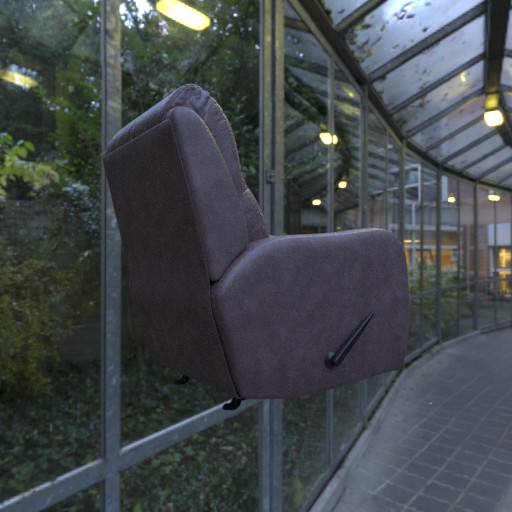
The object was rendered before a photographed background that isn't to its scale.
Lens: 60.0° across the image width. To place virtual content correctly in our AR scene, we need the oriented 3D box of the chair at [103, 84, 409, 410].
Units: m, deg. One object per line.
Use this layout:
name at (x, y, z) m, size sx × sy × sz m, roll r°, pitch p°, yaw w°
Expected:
chair at (0.000, 0.000, 1.844) m, size 1.067 × 1.067 × 0.865 m, roll 0°, pitch -1°, yaw -36°
